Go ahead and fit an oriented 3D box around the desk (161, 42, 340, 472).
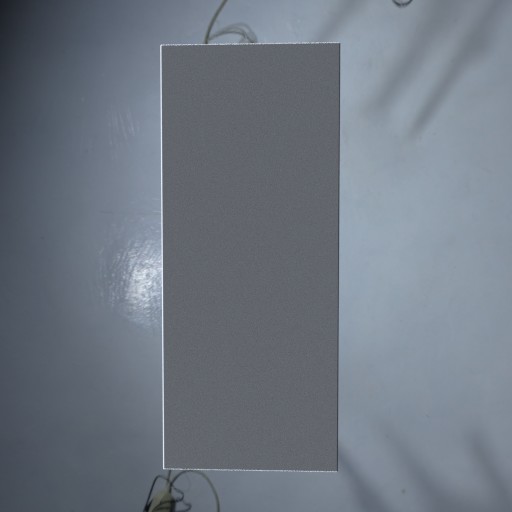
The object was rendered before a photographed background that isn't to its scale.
[{"bbox_3d":[0.000,0.000,1.615,0.504,0.762,1.191,0,92,2],"label":"desk"}]
